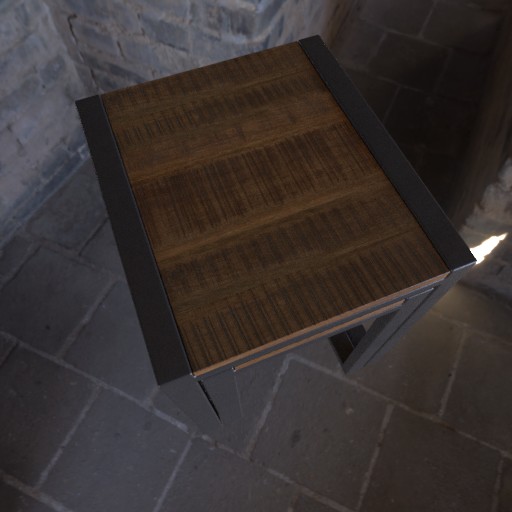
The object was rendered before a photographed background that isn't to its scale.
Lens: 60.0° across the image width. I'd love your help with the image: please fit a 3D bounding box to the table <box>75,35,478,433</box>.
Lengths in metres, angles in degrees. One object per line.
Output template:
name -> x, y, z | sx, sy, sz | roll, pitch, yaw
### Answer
table -> 0.000, 0.000, 0.910 | 0.449, 0.550, 0.500 | -20, 65, -10
